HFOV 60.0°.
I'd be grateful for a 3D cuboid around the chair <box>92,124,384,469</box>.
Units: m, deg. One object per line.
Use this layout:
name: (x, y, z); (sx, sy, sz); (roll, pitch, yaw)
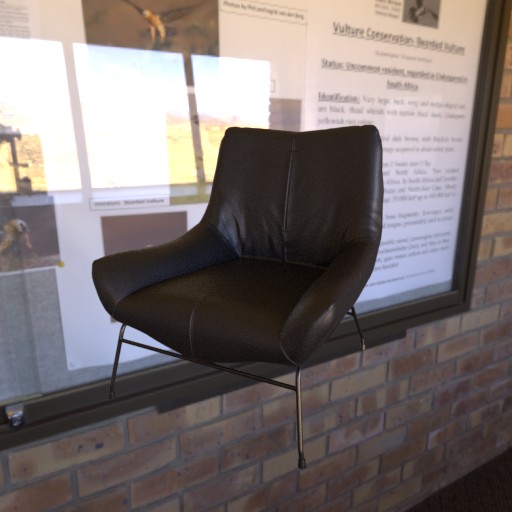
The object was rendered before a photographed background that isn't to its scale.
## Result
chair: (0.000, 0.000, 1.608); (0.836, 0.922, 0.826); (8, 17, 27)
